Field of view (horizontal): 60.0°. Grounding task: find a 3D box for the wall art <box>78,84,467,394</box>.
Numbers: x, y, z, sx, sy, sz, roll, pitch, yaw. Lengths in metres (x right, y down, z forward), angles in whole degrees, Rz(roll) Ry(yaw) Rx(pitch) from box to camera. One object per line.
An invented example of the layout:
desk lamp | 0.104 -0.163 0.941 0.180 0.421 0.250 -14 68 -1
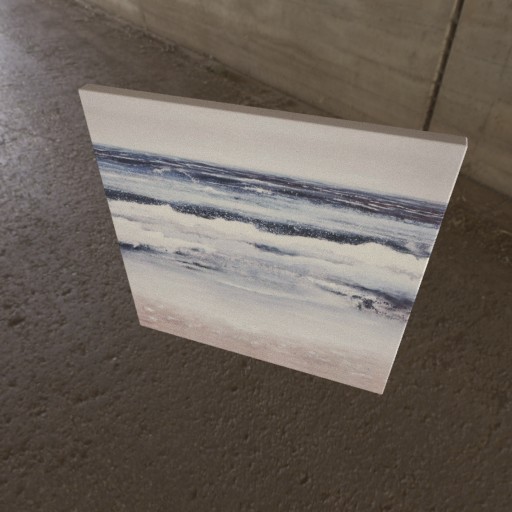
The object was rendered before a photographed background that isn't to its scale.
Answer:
wall art | 0.000 0.000 1.086 0.755 0.747 0.065 13 43 14
